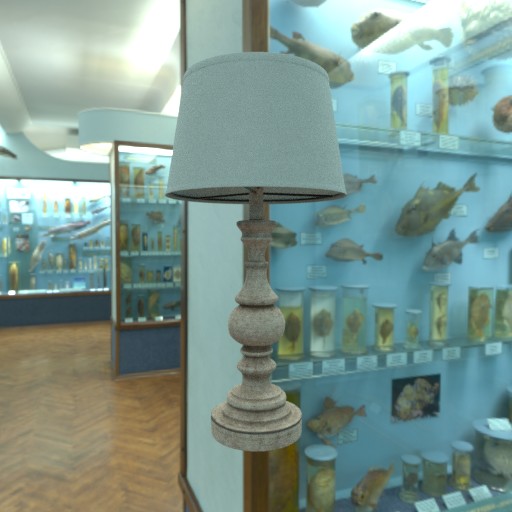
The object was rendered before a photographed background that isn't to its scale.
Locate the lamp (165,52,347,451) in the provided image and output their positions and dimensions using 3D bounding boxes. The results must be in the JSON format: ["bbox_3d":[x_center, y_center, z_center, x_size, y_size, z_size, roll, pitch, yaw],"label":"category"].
[{"bbox_3d":[0.000,0.000,0.849,0.340,0.678,0.340,0,2,0],"label":"lamp"}]
